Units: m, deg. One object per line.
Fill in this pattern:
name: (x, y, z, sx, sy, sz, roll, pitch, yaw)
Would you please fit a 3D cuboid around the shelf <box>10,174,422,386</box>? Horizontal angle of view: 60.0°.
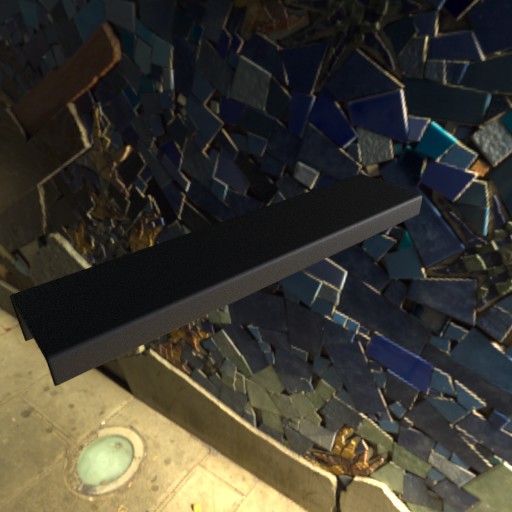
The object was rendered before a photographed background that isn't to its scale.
shelf: (0.000, 0.000, 0.476, 0.456, 0.053, 0.102, -23, 38, -33)
